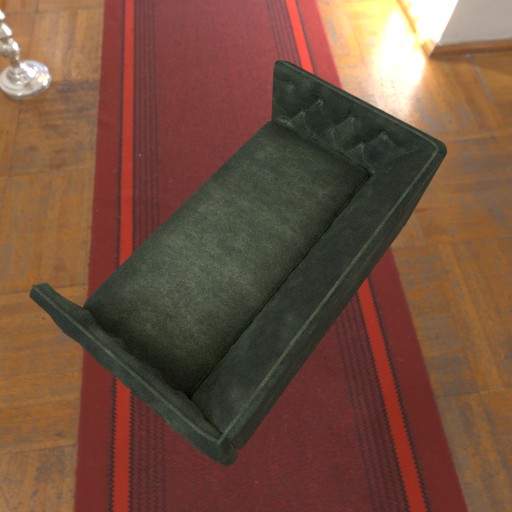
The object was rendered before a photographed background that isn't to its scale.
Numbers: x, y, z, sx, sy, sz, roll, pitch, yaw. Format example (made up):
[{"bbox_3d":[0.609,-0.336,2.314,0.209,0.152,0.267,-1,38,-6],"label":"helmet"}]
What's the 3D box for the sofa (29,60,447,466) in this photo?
[{"bbox_3d":[0.000,0.000,2.013,0.895,0.768,1.537,35,68,16],"label":"sofa"}]
